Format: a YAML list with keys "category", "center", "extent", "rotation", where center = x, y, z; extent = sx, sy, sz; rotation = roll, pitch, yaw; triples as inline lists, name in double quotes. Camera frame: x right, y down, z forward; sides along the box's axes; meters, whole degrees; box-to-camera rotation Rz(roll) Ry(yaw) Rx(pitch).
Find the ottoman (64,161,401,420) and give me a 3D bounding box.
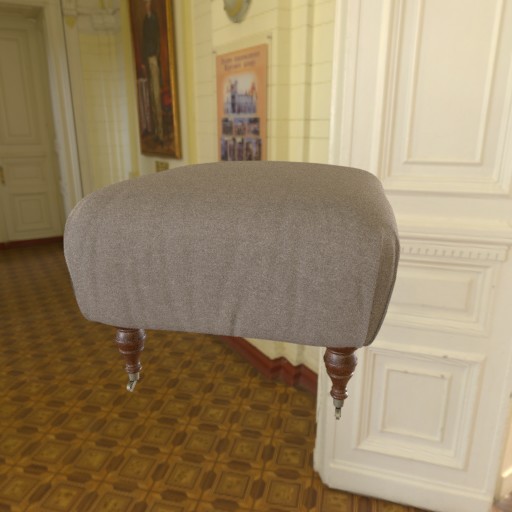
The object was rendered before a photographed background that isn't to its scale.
- category: "ottoman"
  center: [0.000, 0.000, 1.112]
  extent: [0.622, 0.450, 0.747]
  rotation: [4, 17, 12]
